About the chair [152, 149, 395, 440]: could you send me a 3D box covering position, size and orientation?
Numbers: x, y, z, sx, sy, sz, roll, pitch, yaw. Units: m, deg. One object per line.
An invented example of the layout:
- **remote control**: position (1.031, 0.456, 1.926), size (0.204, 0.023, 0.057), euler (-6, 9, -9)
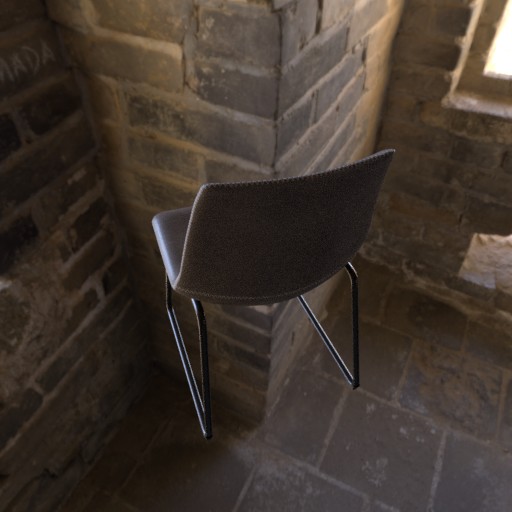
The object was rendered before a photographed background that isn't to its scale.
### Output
- **chair**: position (0.000, 0.000, 1.130), size (0.460, 0.780, 0.550), euler (-14, 42, -15)
